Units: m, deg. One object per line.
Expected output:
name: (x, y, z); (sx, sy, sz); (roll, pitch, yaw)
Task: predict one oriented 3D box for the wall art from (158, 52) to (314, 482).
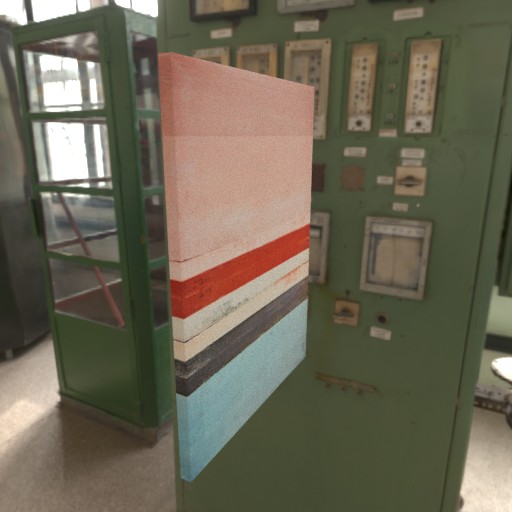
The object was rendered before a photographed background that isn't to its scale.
wall art: (0.000, 0.000, 1.332); (0.039, 1.016, 0.761); (8, 17, 28)
